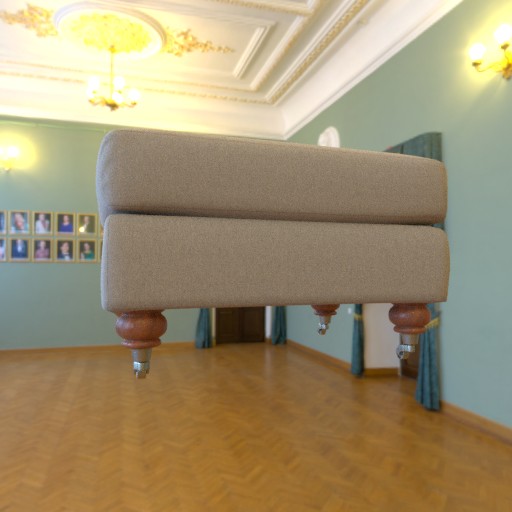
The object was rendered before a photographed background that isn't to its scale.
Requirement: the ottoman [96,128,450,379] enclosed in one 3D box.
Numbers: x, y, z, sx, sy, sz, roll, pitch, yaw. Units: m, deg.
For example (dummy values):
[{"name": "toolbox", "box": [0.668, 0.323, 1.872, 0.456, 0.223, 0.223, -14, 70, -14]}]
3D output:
[{"name": "ottoman", "box": [0.000, 0.000, 1.139, 0.773, 0.497, 0.574, 1, -2, -19]}]
